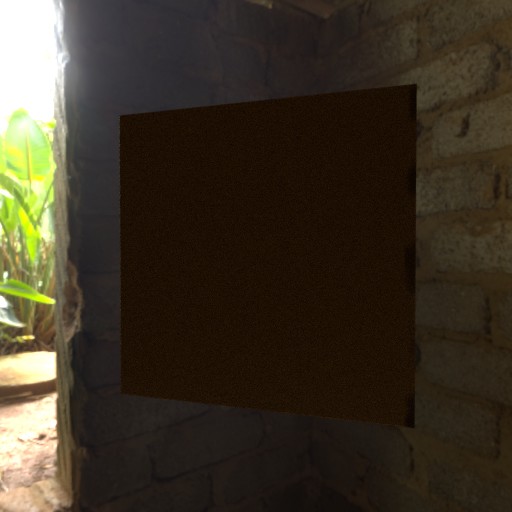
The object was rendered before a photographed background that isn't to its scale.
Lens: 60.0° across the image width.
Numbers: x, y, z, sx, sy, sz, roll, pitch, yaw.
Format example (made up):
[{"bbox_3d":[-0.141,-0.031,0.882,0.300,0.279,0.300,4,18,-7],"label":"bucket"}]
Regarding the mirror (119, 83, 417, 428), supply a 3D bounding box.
[{"bbox_3d":[0.000,0.000,0.750,0.509,0.507,0.042,0,1,18],"label":"mirror"}]
